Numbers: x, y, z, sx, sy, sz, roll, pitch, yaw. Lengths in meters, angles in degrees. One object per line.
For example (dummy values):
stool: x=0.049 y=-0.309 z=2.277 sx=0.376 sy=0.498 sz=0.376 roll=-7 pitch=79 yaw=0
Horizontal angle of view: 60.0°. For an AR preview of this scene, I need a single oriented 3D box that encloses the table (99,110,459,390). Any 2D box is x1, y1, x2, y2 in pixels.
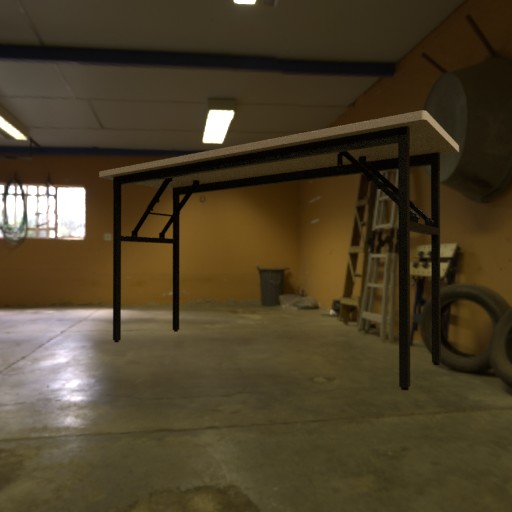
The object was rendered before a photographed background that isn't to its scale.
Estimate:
table: x=0.000 y=0.000 z=1.738 sx=1.397 sy=0.750 sz=0.447 roll=0 pitch=-1 yaw=35
